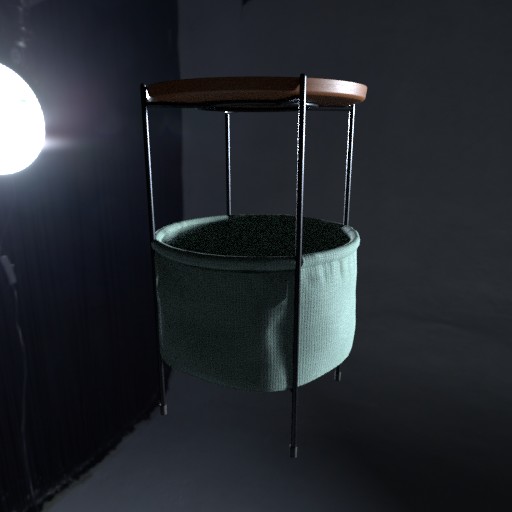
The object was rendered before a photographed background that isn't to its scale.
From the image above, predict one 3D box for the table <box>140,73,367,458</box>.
[{"bbox_3d":[0.000,0.000,0.874,0.400,0.623,0.400,7,17,25],"label":"table"}]
